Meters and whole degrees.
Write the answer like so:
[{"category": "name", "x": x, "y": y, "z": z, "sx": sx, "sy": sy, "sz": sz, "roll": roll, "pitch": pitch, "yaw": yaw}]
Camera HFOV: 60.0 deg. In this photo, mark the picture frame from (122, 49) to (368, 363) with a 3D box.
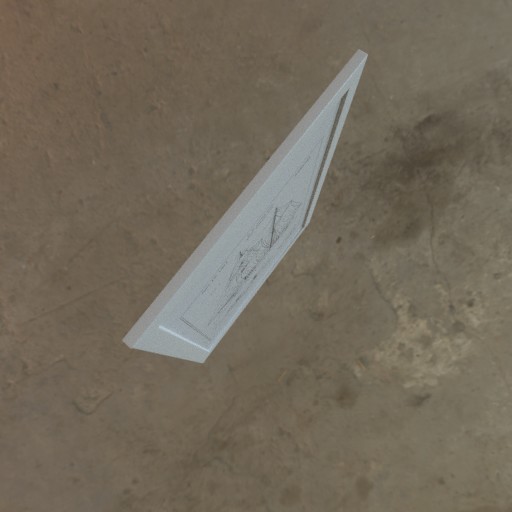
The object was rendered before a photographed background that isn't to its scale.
[{"category": "picture frame", "x": 0.000, "y": 0.000, "z": 0.686, "sx": 0.012, "sy": 0.534, "sz": 0.381, "roll": 36, "pitch": 78, "yaw": 9}]
